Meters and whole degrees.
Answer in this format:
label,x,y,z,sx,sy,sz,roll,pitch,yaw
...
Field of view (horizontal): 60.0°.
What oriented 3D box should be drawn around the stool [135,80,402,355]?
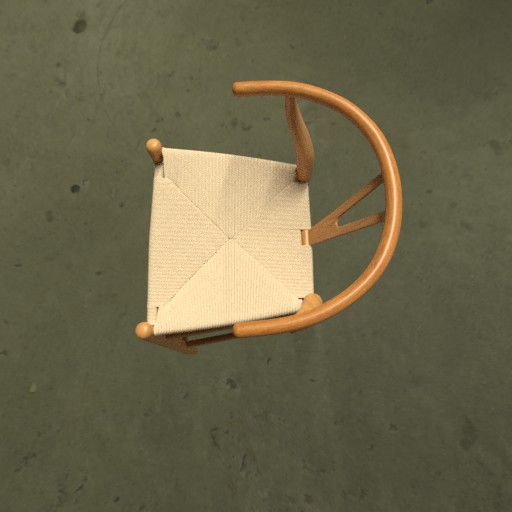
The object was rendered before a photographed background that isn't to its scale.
label,x,y,z,sx,sy,sz,roll,pitch,yaw
stool,0.000,0.000,1.336,0.579,0.970,0.569,-1,74,0
